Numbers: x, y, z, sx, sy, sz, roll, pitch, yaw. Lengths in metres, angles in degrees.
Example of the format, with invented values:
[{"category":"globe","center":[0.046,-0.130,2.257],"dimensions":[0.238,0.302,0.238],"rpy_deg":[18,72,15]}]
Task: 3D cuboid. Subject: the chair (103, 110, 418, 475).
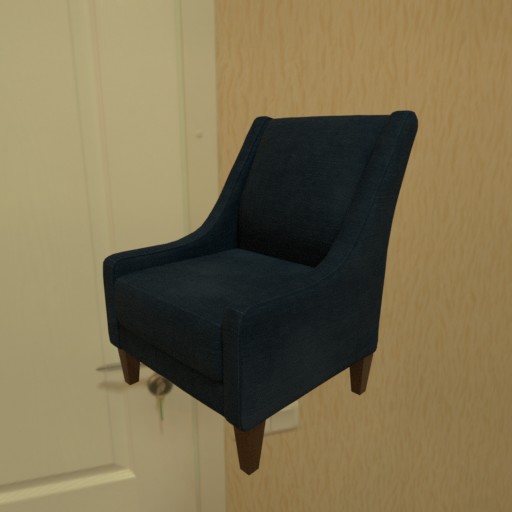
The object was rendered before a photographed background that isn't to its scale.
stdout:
[{"category":"chair","center":[0.000,0.000,1.619],"dimensions":[0.870,1.014,0.774],"rpy_deg":[-15,21,-43]}]
